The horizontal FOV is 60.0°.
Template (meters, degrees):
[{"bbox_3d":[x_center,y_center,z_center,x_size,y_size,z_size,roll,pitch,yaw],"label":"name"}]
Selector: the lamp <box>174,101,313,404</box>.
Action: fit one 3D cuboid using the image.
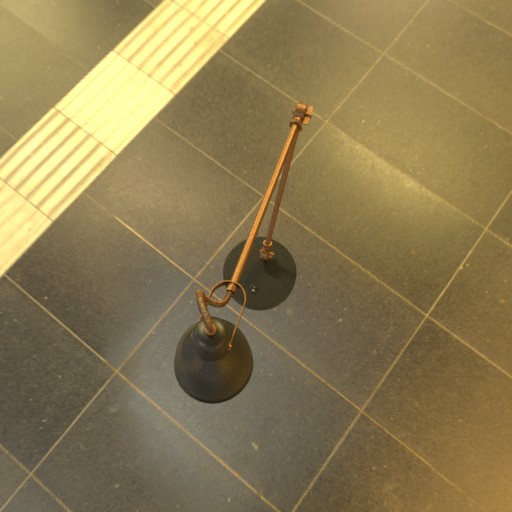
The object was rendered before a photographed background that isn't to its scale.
[{"bbox_3d":[0.000,0.000,0.868,0.187,0.587,0.561,18,76,5],"label":"lamp"}]
